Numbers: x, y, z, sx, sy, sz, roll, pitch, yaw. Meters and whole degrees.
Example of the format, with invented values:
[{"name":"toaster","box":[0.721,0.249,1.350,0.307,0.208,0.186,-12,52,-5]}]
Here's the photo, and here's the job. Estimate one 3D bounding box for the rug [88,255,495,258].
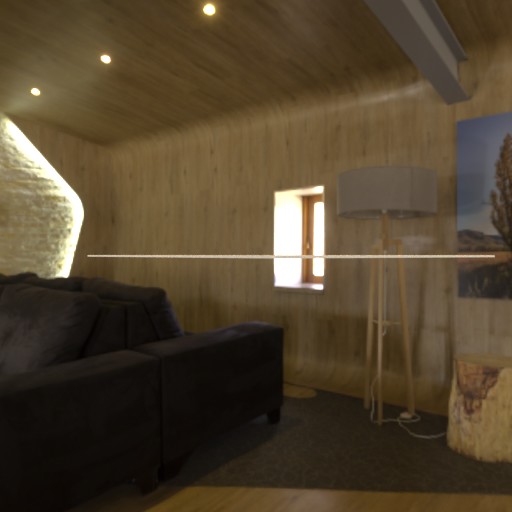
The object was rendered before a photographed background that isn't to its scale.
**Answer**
[{"name":"rug","box":[0.000,0.000,2.184,1.143,0.008,1.753,0,0,-36]}]
